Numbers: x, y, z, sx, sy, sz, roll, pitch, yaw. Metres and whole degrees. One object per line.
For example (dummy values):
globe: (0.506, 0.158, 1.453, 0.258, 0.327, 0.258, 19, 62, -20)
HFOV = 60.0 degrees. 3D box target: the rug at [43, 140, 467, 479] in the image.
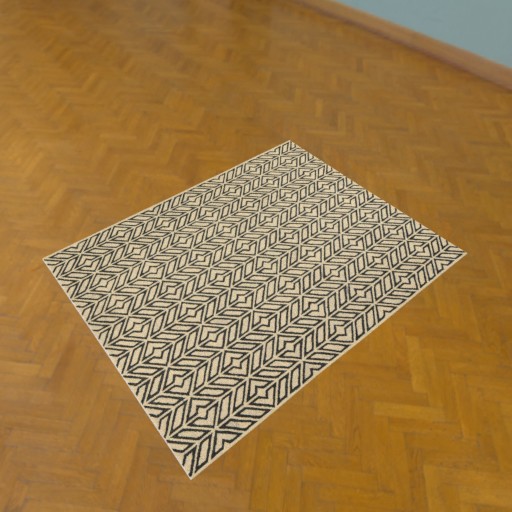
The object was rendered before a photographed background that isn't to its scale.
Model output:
rug: (0.000, 0.000, 4.054, 3.045, 0.008, 2.421, -31, 54, -26)
